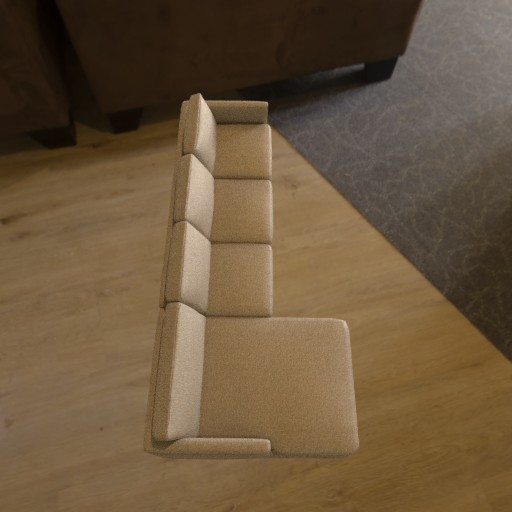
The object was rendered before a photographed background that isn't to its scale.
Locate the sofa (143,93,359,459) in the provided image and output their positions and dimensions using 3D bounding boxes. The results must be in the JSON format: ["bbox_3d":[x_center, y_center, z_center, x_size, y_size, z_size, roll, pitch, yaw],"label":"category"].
[{"bbox_3d":[0.000,0.000,3.844,1.502,0.876,3.201,0,63,0],"label":"sofa"}]
